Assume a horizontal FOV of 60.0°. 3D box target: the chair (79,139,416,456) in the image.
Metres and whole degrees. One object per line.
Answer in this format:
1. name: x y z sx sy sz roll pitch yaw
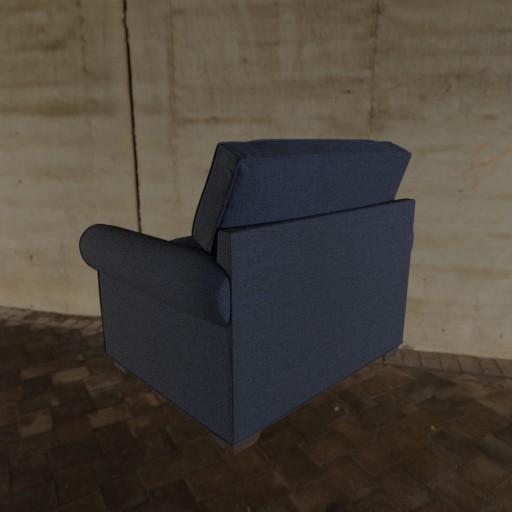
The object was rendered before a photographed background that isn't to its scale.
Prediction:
1. chair: 0.000 0.000 2.047 1.285 1.044 0.963 -14 20 -42
